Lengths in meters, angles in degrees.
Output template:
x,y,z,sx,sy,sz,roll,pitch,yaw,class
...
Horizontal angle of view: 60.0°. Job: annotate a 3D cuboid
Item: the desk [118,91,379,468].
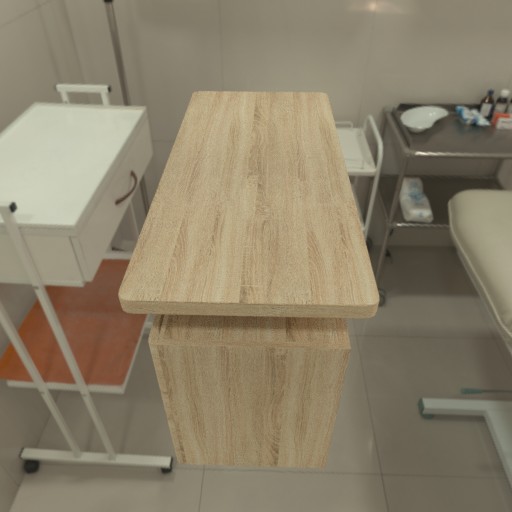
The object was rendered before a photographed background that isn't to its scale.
x,y,z,sx,sy,sz,roll,pitch,yaw,class
0.000,0.000,1.614,0.550,0.760,1.200,1,40,1,desk
